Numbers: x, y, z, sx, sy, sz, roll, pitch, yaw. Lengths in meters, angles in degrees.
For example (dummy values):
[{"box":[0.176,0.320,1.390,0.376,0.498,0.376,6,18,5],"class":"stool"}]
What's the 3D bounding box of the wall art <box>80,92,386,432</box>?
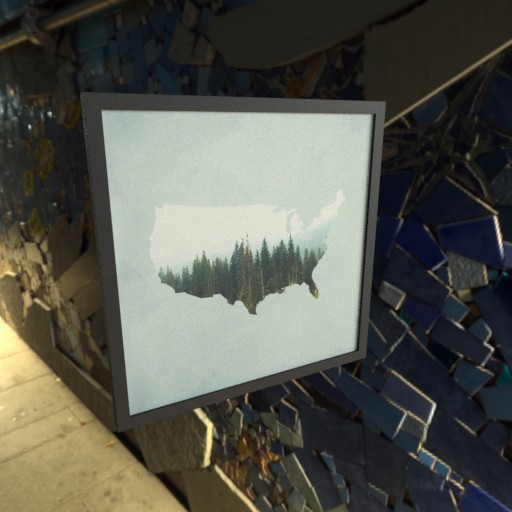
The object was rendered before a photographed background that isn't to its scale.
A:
[{"box":[0.000,0.000,1.134,0.763,0.763,0.038,-8,18,-27],"class":"wall art"}]
